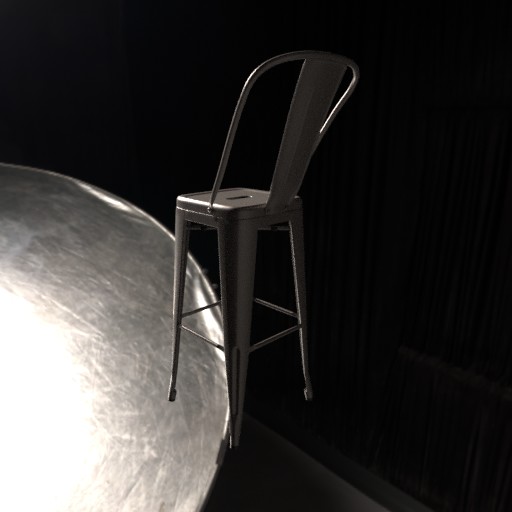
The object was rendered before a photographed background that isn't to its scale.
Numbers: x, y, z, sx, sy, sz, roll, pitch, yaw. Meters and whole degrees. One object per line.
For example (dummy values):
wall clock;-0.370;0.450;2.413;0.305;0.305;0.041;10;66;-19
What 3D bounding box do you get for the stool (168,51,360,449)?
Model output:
stool;0.000;0.000;1.362;0.399;1.096;0.513;-15;22;-42
